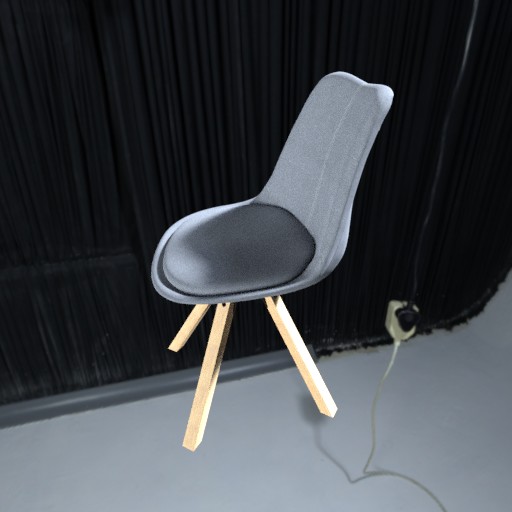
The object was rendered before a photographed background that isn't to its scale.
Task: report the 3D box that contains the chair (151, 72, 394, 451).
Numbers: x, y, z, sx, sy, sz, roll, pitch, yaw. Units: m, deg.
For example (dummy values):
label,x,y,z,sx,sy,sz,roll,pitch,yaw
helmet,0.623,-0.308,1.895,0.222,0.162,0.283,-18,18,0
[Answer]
label,x,y,z,sx,sy,sz,roll,pitch,yaw
chair,0.000,0.000,1.176,0.549,0.863,0.474,-8,31,-13
